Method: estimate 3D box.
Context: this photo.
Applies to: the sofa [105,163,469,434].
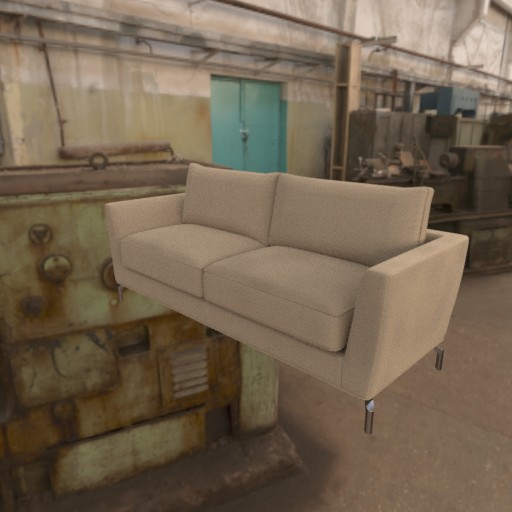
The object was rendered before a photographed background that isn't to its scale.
[{"bbox_3d":[0.000,0.000,2.756,2.214,1.005,0.868,16,23,42],"label":"sofa"}]
